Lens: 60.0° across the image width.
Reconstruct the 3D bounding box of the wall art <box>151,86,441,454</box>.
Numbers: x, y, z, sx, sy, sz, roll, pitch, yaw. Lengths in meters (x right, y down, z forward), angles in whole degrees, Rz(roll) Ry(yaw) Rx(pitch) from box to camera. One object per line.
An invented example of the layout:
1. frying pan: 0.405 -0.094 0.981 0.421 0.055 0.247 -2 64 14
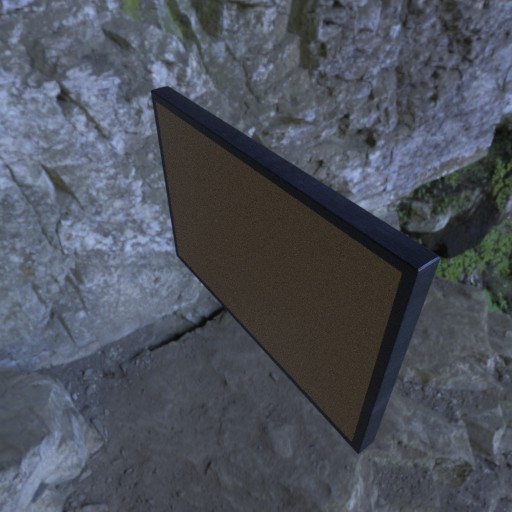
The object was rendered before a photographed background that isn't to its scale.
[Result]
1. wall art: 0.000 0.000 0.778 0.038 0.409 0.610 -26 47 -27
